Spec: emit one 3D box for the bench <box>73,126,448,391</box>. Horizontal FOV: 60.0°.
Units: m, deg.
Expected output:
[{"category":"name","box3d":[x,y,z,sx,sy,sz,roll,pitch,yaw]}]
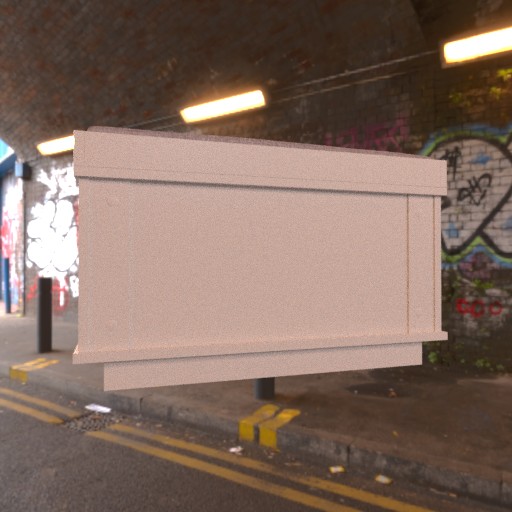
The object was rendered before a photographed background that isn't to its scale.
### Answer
[{"category":"bench","box3d":[0.000,0.000,1.000,0.734,0.461,0.362,0,-1,-17]}]
